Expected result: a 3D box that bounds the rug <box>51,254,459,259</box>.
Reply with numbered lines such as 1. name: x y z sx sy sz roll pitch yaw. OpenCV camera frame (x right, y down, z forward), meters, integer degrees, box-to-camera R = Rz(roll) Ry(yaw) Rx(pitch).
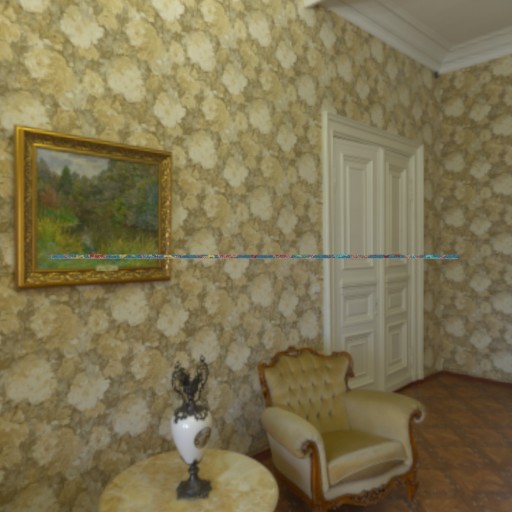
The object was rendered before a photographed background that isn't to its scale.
1. rug: 0.000 0.000 4.226 2.434 0.025 3.204 0 0 0
